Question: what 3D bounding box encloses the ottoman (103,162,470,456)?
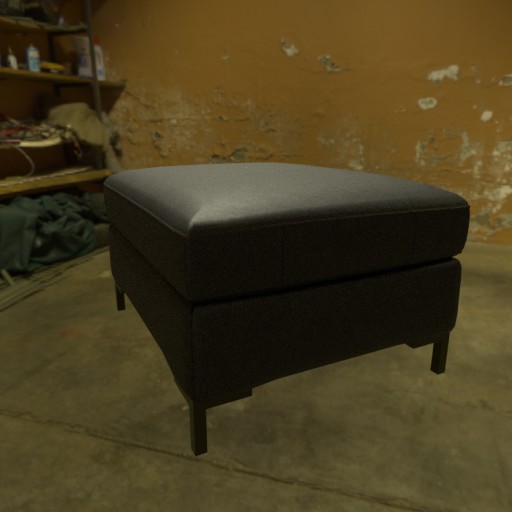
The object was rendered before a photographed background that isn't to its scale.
[{"bbox_3d":[0.000,0.000,1.767,0.967,0.696,1.187,-8,18,-26],"label":"ottoman"}]
